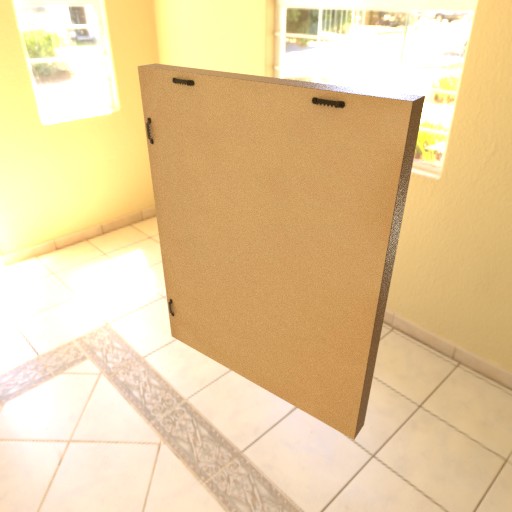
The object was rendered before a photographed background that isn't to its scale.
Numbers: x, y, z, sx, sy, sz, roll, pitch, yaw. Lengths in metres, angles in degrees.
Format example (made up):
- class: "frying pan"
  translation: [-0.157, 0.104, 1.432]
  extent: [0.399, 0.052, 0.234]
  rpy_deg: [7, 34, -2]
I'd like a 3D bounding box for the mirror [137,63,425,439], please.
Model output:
- class: "mirror"
  translation: [0.000, 0.000, 0.676]
  extent: [0.406, 0.509, 0.041]
  rpy_deg: [21, 37, 31]
